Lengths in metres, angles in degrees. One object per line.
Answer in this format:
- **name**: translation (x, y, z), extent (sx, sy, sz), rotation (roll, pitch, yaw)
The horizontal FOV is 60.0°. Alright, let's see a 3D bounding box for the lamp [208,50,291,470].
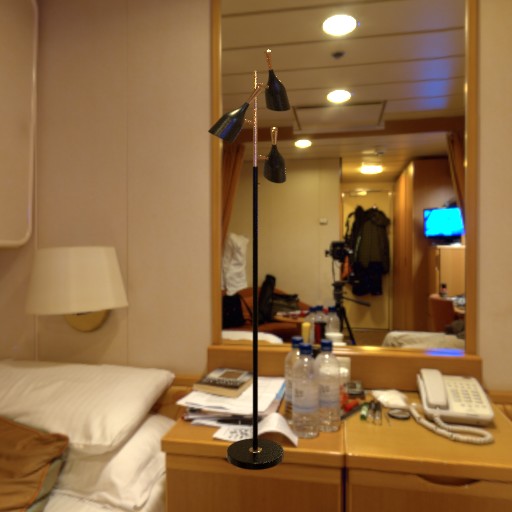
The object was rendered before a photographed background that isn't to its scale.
- **lamp**: translation (0.000, 0.000, 1.964), extent (0.434, 1.778, 0.253), rotation (0, 0, -36)
